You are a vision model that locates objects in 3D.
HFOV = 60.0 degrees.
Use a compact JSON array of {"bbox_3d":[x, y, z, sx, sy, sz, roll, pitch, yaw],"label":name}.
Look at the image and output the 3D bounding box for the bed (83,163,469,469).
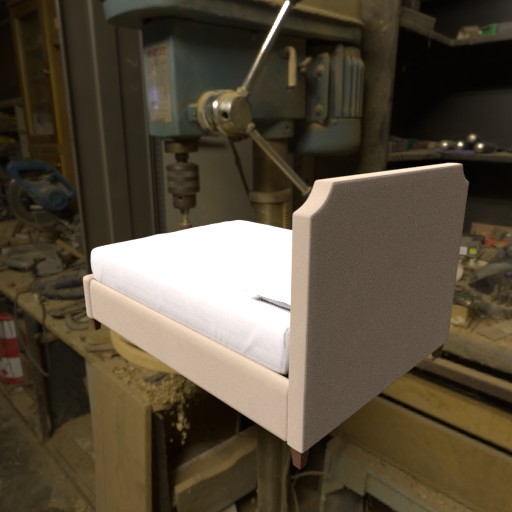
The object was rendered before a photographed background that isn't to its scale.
[{"bbox_3d":[0.000,0.000,3.329,1.703,1.415,2.329,-15,22,-43],"label":"bed"}]
